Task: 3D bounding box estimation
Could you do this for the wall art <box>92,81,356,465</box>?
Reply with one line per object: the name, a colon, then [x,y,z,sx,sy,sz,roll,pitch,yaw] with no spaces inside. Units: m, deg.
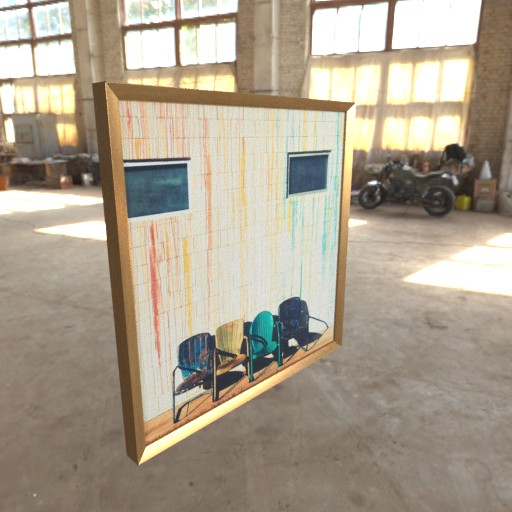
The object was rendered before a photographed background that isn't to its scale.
wall art: [0.000,0.000,0.442,0.019,0.302,0.302,15,21,42]
